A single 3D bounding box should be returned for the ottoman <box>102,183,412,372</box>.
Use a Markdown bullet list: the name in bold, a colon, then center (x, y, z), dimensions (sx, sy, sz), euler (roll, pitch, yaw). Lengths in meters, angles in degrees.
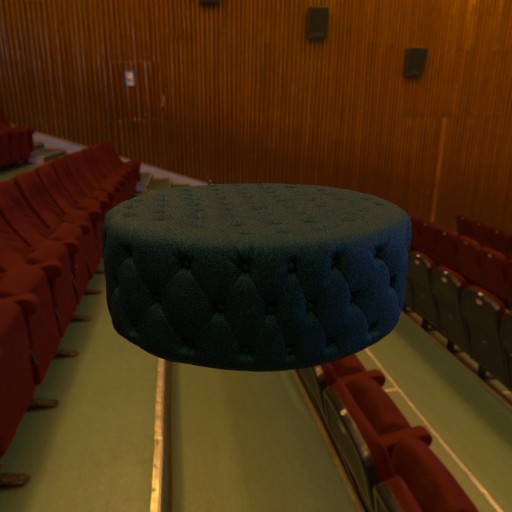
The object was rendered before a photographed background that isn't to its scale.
- **ottoman**: center (0.000, 0.000, 1.528), dimensions (0.998, 0.398, 0.998), euler (0, 17, 0)
